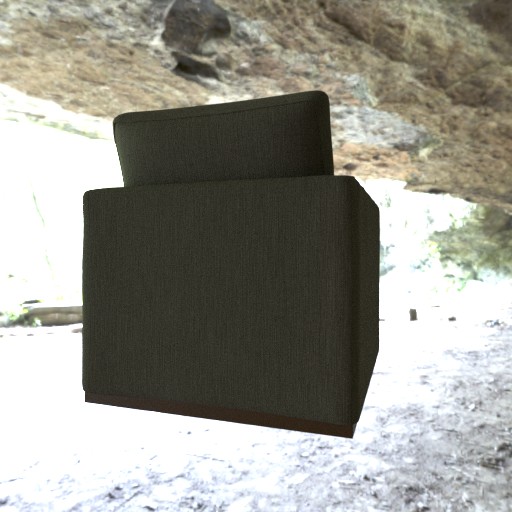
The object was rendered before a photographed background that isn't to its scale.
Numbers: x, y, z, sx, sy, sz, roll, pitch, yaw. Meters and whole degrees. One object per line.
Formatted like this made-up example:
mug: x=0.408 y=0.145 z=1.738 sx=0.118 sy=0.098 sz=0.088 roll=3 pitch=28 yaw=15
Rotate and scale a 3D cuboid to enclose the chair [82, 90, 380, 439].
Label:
chair: x=0.000 y=0.000 z=1.482 sx=0.763 sy=0.811 sz=0.834 roll=0 pitch=1 yaw=19
